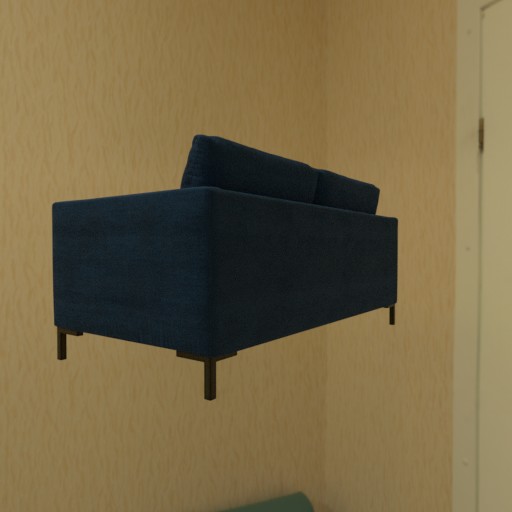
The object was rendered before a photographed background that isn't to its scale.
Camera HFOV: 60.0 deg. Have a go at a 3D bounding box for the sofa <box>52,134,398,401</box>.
[{"bbox_3d":[0.000,0.000,2.185,0.875,0.817,1.676,1,1,36],"label":"sofa"}]
